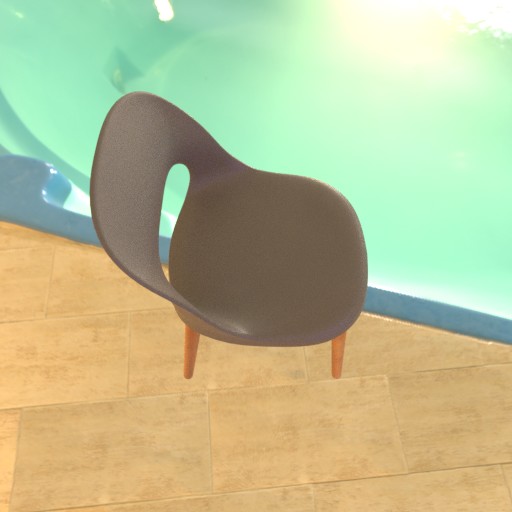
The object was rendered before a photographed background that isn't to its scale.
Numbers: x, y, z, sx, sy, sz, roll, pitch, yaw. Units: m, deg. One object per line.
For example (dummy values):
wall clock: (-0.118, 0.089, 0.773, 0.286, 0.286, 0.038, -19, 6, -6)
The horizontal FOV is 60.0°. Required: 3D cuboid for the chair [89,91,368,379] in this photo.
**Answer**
chair: (0.000, 0.000, 1.117, 0.556, 0.795, 0.470, 1, 63, 0)
